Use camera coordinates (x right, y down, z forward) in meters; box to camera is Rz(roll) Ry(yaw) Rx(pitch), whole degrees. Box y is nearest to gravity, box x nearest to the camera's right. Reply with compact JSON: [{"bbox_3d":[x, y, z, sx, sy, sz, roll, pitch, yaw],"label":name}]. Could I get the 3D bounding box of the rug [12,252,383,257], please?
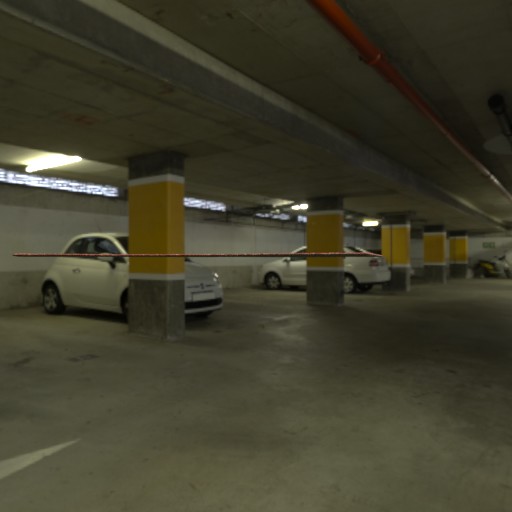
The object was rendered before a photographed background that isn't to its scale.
[{"bbox_3d":[0.000,0.000,2.121,1.139,0.011,1.747,0,0,17],"label":"rug"}]
